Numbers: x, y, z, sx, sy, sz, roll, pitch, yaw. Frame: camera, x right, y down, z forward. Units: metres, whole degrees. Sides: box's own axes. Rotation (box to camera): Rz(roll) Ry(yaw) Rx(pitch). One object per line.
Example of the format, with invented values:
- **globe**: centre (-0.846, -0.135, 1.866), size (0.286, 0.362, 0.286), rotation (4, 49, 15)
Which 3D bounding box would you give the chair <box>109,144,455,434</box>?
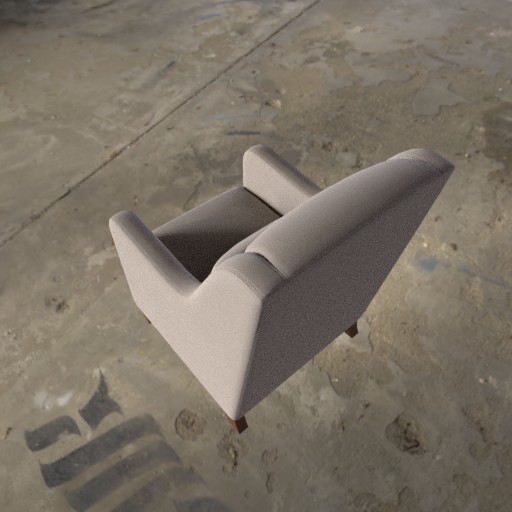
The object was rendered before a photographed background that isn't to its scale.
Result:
- **chair**: centre (0.000, 0.000, 1.607), size (0.715, 1.010, 0.863), rotation (-33, 55, -26)
